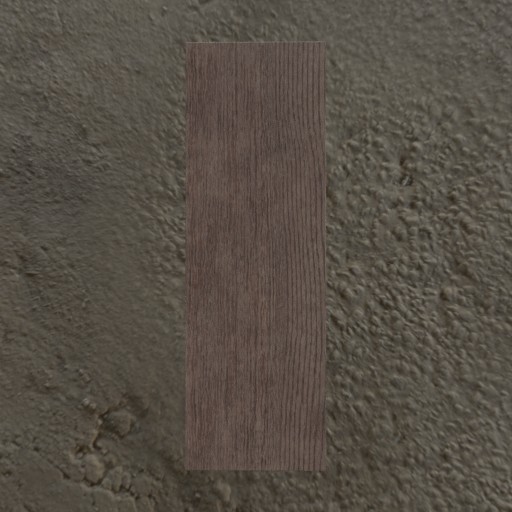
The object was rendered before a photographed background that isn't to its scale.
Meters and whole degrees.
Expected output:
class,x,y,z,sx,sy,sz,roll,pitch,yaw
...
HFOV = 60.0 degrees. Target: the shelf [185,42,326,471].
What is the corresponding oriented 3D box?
class,x,y,z,sx,sy,sz,roll,pitch,yaw
shelf,0.000,0.000,0.692,0.200,0.125,0.610,0,90,1
